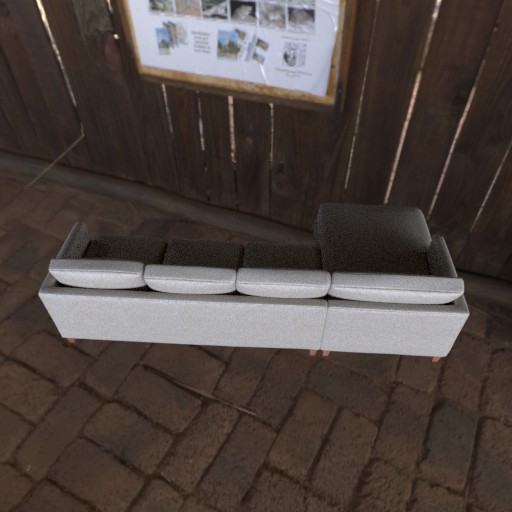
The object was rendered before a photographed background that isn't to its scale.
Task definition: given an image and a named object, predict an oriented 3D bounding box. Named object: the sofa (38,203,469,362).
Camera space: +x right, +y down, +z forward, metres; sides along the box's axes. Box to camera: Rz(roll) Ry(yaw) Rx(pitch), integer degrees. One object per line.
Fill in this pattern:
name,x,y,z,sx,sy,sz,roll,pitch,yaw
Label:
sofa,0.000,0.000,3.907,3.201,0.876,1.502,2,45,2
